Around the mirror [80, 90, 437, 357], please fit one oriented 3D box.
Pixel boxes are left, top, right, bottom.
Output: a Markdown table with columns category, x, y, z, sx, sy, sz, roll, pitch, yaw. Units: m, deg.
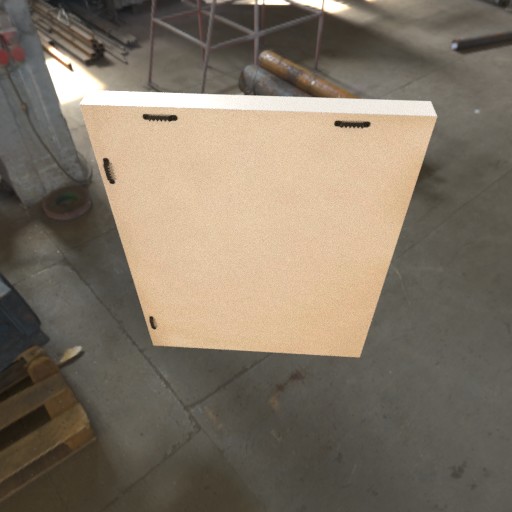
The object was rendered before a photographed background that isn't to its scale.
| category | x | y | z | sx | sy | sz | roll | pitch | yaw |
| --- | --- | --- | --- | --- | --- | --- | --- | --- | --- |
| mirror | 0.000 | 0.000 | 0.694 | 0.405 | 0.508 | 0.041 | 3 | 46 | 3 |
